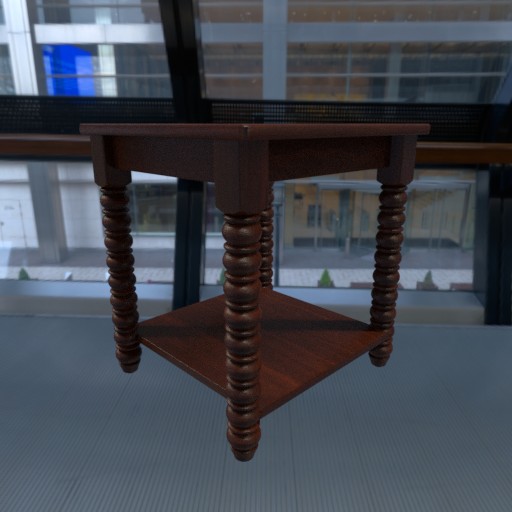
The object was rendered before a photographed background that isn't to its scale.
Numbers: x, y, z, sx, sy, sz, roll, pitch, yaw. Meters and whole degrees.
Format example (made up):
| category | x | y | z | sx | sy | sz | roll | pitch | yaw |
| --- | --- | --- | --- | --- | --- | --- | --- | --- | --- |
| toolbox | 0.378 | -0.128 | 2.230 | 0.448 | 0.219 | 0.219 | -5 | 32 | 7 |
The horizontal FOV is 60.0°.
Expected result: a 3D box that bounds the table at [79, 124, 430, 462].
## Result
| category | x | y | z | sx | sy | sz | roll | pitch | yaw |
| --- | --- | --- | --- | --- | --- | --- | --- | --- | --- |
| table | 0.000 | 0.000 | 0.993 | 0.533 | 0.567 | 0.500 | -16 | 23 | -42 |
